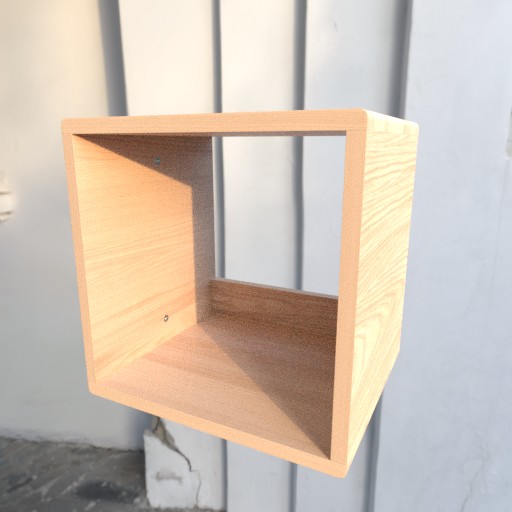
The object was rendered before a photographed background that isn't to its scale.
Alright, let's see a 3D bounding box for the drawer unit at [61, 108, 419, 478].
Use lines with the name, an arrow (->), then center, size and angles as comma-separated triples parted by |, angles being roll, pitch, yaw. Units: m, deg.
drawer unit -> 0.000, 0.000, 0.588 | 0.344, 0.344, 0.290 | 7, 16, 26
